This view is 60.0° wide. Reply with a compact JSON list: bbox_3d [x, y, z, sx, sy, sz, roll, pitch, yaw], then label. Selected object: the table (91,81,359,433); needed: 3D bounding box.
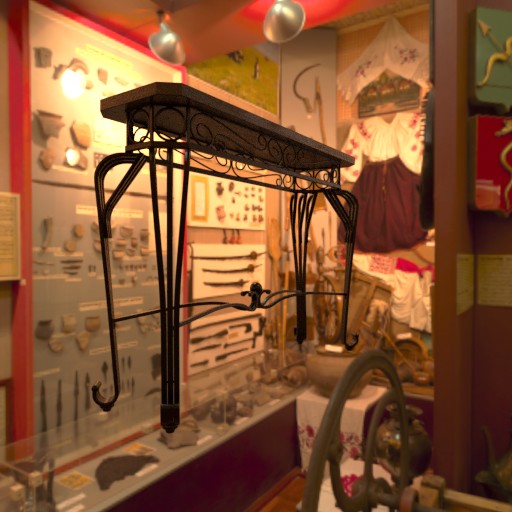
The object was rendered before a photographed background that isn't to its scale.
[{"bbox_3d":[0.000,0.000,1.503,0.329,0.800,1.112,1,1,35],"label":"table"}]
